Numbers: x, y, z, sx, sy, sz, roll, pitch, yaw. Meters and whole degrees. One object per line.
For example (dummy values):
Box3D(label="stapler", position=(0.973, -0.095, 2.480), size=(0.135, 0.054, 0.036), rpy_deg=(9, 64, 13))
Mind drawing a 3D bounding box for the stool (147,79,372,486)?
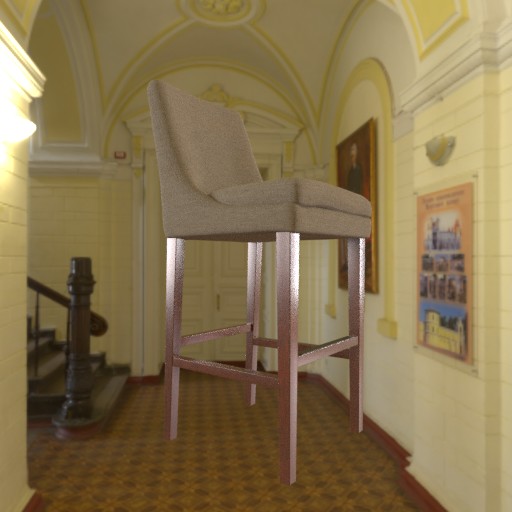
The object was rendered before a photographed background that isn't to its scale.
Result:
Box3D(label="stool", position=(0.000, 0.000, 1.358), size=(0.577, 1.078, 0.470), rpy_deg=(0, 0, 37))
